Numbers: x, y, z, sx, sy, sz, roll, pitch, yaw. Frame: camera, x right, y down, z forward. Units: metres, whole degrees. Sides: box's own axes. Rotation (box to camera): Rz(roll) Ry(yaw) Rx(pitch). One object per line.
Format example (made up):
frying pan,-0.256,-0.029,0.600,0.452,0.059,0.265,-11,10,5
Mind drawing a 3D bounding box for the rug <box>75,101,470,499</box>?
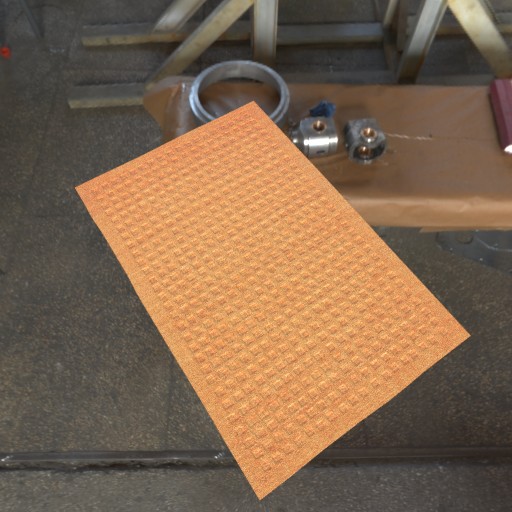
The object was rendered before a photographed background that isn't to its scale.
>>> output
rug,0.000,0.000,2.164,1.143,0.006,1.747,-31,67,-15
